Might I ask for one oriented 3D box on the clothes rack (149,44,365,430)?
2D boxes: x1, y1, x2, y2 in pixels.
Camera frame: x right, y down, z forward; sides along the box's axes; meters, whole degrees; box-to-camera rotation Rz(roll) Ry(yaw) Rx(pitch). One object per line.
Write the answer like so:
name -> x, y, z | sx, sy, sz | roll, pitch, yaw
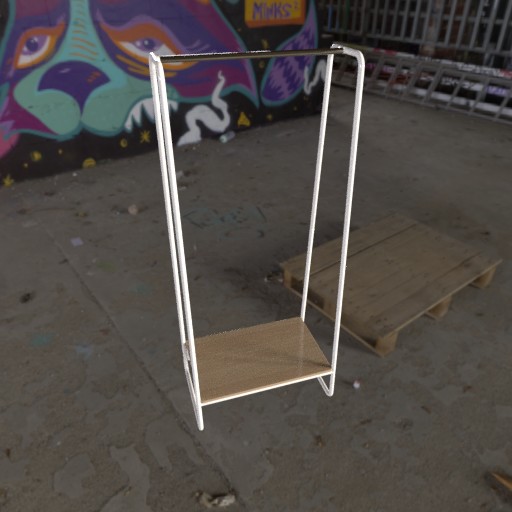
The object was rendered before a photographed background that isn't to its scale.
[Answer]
clothes rack -> 0.000, 0.000, 1.774 | 0.640, 1.500, 0.400 | -10, 34, -15
